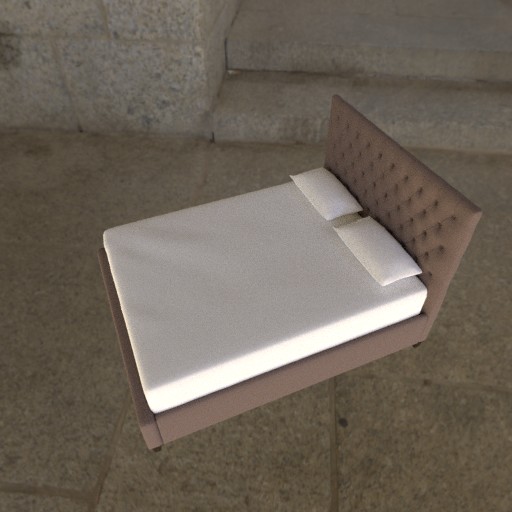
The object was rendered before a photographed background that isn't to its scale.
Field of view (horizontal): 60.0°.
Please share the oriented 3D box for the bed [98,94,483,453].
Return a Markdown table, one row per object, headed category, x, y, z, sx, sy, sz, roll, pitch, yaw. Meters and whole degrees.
| category | x | y | z | sx | sy | sz | roll | pitch | yaw |
| --- | --- | --- | --- | --- | --- | --- | --- | --- | --- |
| bed | 0.000 | 0.000 | 3.326 | 2.233 | 1.426 | 1.696 | -17 | 47 | -16 |
